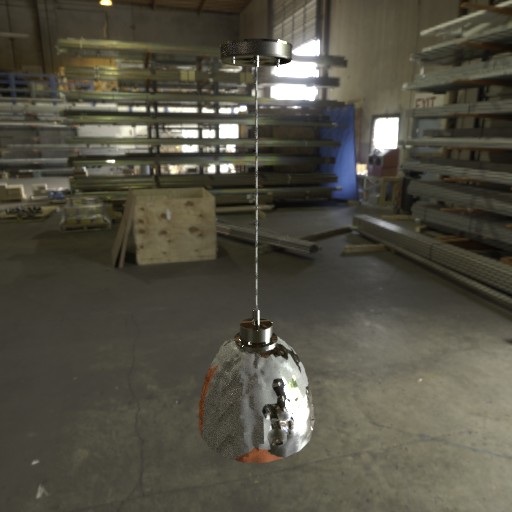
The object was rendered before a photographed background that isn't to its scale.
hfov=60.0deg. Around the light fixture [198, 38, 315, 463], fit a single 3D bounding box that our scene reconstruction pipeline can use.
[{"bbox_3d":[0.000,0.000,1.740,0.496,1.511,0.500,-8,17,-28],"label":"light fixture"}]
